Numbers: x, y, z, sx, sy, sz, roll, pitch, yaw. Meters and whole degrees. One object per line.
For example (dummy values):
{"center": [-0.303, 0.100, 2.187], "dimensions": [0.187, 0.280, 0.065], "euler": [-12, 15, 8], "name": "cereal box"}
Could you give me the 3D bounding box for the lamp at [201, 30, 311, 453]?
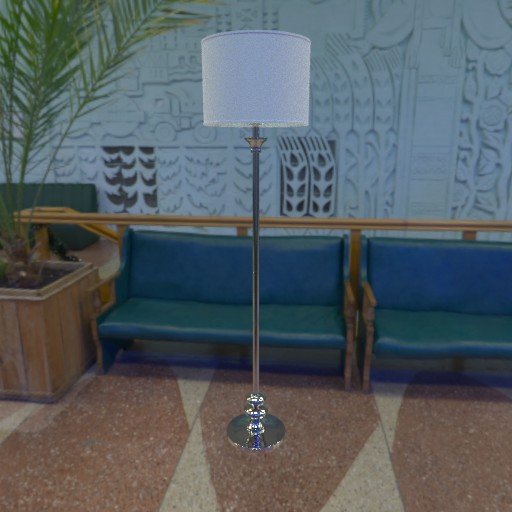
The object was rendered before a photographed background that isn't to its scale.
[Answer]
{"center": [0.000, 0.000, 1.625], "dimensions": [0.356, 1.487, 0.356], "euler": [2, 14, 8], "name": "lamp"}
